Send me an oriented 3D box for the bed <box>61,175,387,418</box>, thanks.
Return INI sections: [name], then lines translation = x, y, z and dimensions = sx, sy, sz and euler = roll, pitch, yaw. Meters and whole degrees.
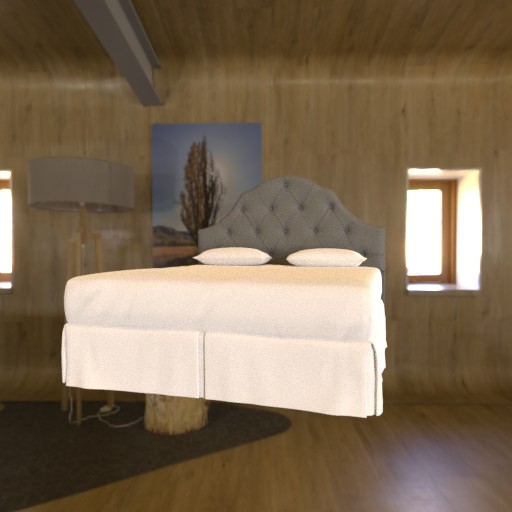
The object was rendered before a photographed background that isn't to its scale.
[bed]
translation = 0.000, 0.000, 3.540
dimensions = 2.008, 1.615, 2.214
euler = 0, 1, 17
